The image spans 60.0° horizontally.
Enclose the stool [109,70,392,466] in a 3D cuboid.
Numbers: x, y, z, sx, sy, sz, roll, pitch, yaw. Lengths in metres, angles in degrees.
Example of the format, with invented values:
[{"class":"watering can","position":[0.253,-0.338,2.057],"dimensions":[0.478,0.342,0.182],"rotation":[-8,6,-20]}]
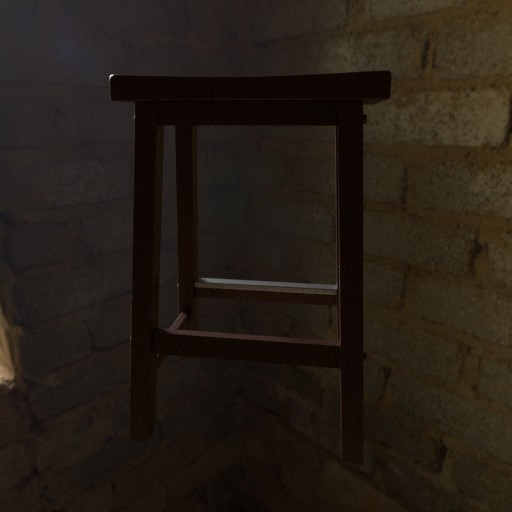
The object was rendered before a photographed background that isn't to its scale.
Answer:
[{"class":"stool","position":[0.000,0.000,0.820],"dimensions":[0.406,0.610,0.322],"rotation":[3,17,8]}]
